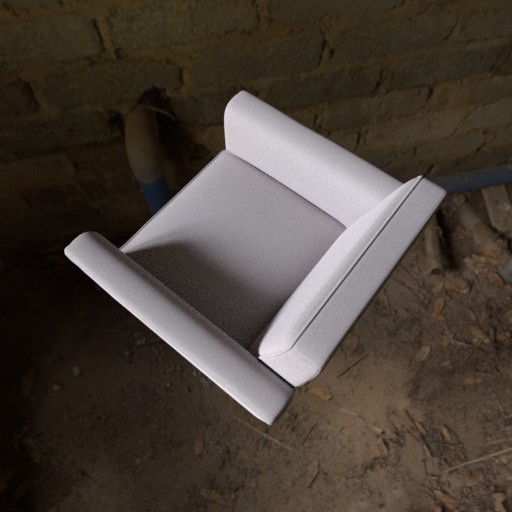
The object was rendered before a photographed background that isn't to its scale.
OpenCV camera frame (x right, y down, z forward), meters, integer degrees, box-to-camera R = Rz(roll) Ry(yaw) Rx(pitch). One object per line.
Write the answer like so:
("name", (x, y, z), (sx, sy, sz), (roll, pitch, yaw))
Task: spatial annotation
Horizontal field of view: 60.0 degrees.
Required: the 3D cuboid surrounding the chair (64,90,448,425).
("chair", (0.000, 0.000, 1.397), (0.750, 0.780, 0.780), (35, 69, 16))
